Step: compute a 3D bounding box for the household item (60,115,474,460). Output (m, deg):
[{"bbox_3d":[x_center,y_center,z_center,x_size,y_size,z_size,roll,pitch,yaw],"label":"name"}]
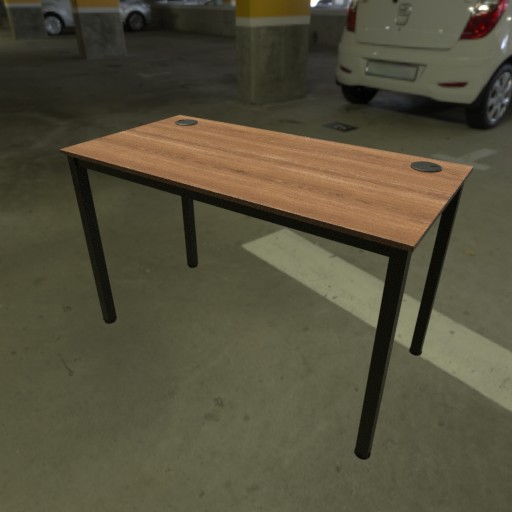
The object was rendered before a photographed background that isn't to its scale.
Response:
[{"bbox_3d":[0.000,0.000,1.617,1.200,0.750,0.600,19,35,29],"label":"household item"}]
